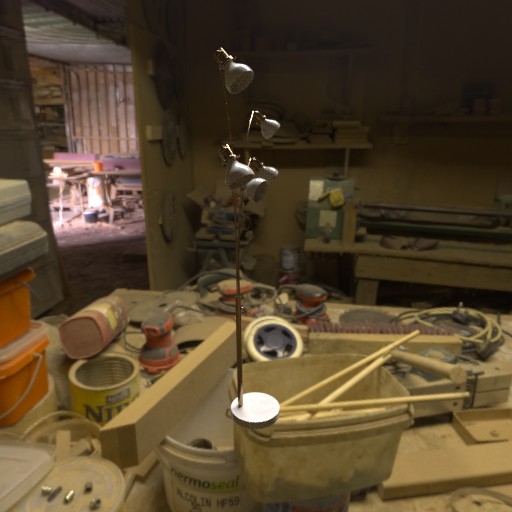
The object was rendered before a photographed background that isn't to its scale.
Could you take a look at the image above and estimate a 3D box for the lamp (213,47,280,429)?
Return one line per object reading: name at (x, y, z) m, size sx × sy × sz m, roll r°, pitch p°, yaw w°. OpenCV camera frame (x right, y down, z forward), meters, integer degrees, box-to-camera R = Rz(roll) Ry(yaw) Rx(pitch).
lamp at (0.000, 0.000, 2.972) m, size 0.361 × 2.423 × 1.405 m, roll 3°, pitch 17°, yaw 10°
